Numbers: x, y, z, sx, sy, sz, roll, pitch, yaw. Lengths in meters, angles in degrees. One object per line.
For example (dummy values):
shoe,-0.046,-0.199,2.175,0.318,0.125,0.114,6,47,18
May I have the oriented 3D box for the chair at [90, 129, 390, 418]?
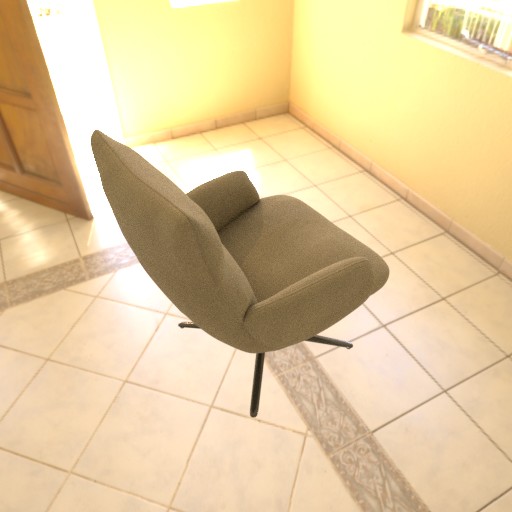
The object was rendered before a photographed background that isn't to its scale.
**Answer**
chair,0.000,0.000,1.605,0.889,1.016,0.711,-27,49,-27
